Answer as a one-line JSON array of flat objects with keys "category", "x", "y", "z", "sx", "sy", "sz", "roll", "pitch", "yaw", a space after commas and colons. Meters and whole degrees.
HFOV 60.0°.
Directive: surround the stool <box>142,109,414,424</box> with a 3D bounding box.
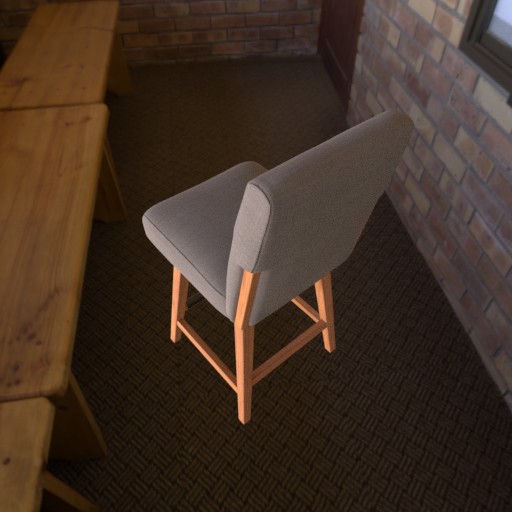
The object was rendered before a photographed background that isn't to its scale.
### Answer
[{"category": "stool", "x": 0.000, "y": 0.000, "z": 1.342, "sx": 0.459, "sy": 1.019, "sz": 0.570, "roll": -32, "pitch": 54, "yaw": -27}]
